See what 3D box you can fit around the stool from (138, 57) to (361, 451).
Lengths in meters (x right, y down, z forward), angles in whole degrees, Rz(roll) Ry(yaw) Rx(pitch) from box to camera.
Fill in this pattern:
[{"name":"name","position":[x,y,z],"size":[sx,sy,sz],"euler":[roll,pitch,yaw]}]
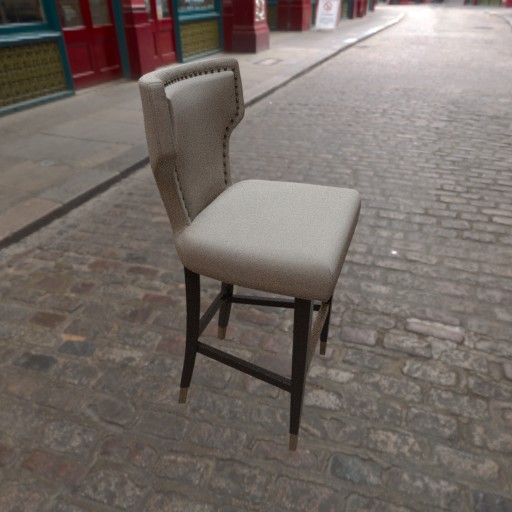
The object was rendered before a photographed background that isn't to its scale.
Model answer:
[{"name":"stool","position":[0.000,0.000,1.393],"size":[0.563,1.092,0.526],"euler":[10,32,16]}]
